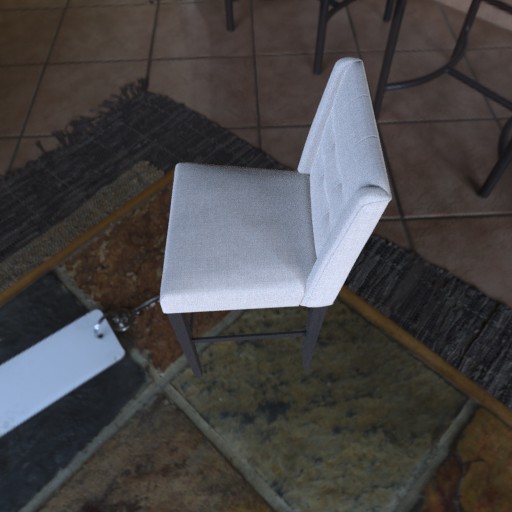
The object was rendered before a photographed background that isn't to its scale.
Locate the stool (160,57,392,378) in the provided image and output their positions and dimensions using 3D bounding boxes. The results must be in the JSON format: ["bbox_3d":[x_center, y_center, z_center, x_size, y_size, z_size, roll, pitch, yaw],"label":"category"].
[{"bbox_3d":[0.000,0.000,1.401,0.509,1.116,0.474,0,58,0],"label":"stool"}]
